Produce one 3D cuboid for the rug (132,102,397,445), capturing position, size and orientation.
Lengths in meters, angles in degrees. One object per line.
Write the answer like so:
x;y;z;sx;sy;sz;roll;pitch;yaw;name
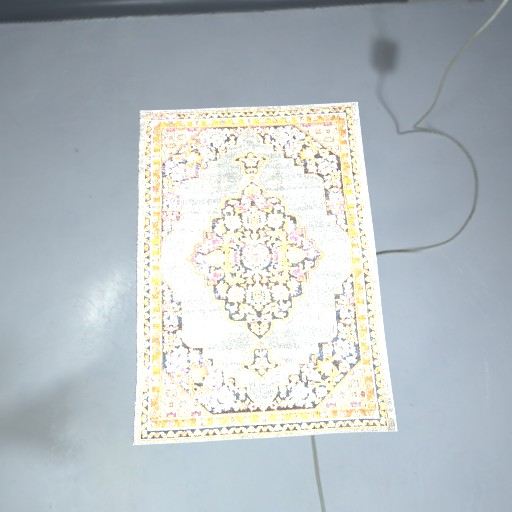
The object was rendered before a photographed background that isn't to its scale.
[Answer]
0.000;0.000;3.766;2.043;0.026;2.901;-3;75;-1;rug
